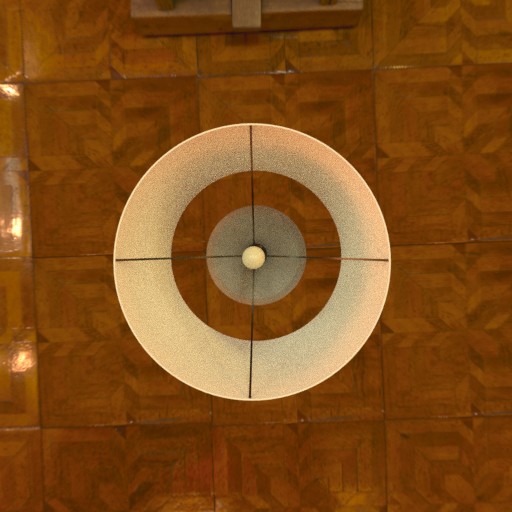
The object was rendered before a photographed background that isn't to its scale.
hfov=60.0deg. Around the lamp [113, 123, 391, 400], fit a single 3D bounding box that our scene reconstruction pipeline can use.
[{"bbox_3d":[0.000,0.000,0.537,0.206,0.416,0.206,0,91,1],"label":"lamp"}]
